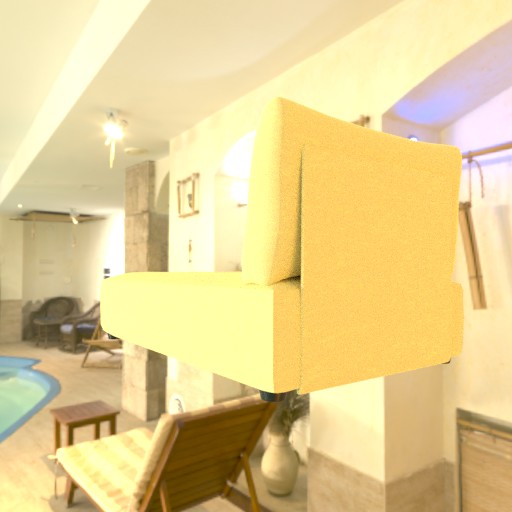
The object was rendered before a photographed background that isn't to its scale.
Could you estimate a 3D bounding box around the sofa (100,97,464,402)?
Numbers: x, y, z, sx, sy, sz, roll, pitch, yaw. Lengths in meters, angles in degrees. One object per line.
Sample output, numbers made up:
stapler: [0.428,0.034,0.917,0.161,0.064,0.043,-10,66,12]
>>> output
sofa: [0.000,0.000,1.979,0.930,0.820,1.450,1,-2,-36]
